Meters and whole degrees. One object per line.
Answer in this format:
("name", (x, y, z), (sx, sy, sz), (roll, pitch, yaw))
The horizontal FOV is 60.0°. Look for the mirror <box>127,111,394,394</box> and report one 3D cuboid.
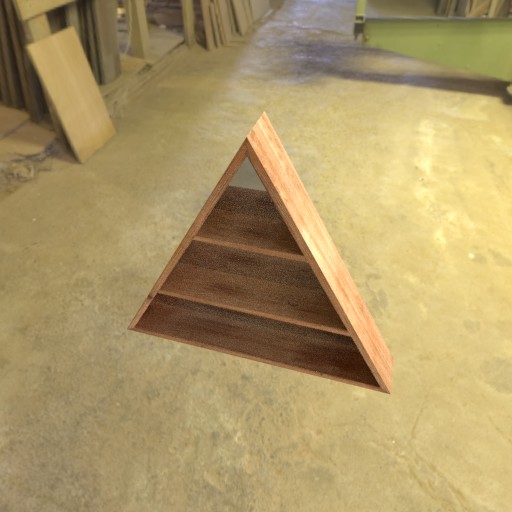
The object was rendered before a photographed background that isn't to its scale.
("mirror", (0.000, 0.000, 0.873), (0.631, 0.548, 0.100), (11, 42, 12))
